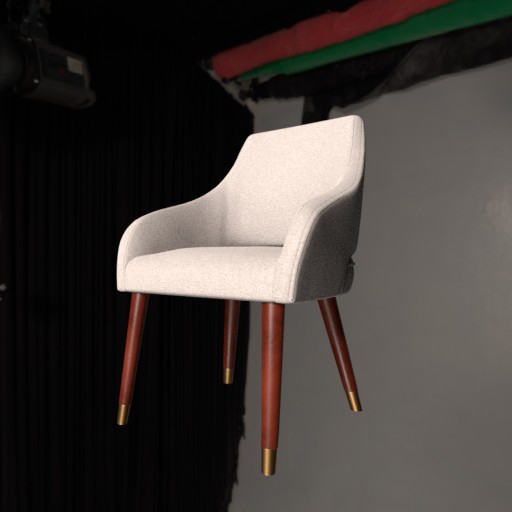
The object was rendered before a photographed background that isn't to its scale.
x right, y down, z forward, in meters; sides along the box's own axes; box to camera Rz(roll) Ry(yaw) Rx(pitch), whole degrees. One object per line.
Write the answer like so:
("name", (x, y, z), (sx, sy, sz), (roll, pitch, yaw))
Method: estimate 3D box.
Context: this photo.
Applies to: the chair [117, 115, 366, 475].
("chair", (0.000, 0.000, 1.280), (0.609, 0.889, 0.600), (0, 0, 35))
